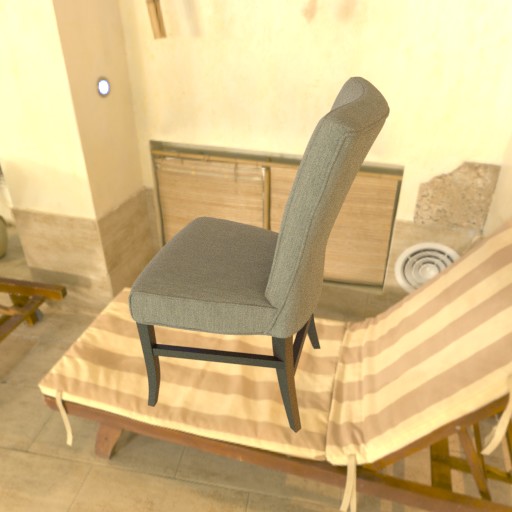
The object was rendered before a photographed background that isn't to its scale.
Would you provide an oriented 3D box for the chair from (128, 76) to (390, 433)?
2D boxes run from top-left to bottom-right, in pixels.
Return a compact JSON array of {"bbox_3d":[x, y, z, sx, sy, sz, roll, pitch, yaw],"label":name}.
[{"bbox_3d":[0.000,0.000,1.363,0.660,0.991,0.520,8,32,14],"label":"chair"}]
